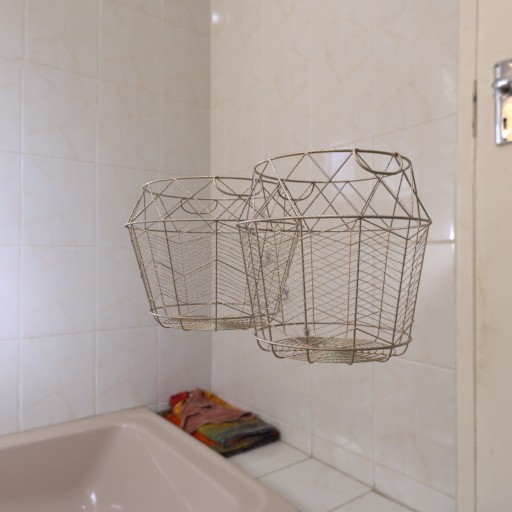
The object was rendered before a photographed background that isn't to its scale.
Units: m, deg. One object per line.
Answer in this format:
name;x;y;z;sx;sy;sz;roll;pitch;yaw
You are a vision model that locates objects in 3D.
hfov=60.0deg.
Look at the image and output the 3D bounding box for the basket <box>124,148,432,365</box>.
basket;0.000;0.000;0.989;0.451;0.343;0.805;0;0;-35
